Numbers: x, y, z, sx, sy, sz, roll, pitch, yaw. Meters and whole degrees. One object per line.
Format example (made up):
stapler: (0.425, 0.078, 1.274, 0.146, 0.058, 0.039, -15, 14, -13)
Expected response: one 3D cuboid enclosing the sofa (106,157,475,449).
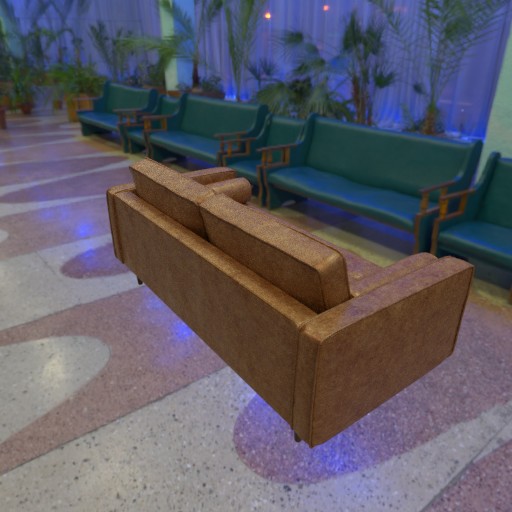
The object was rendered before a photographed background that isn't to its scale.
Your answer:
sofa: (0.000, 0.000, 2.379, 0.924, 0.825, 1.920, -18, 32, -32)
